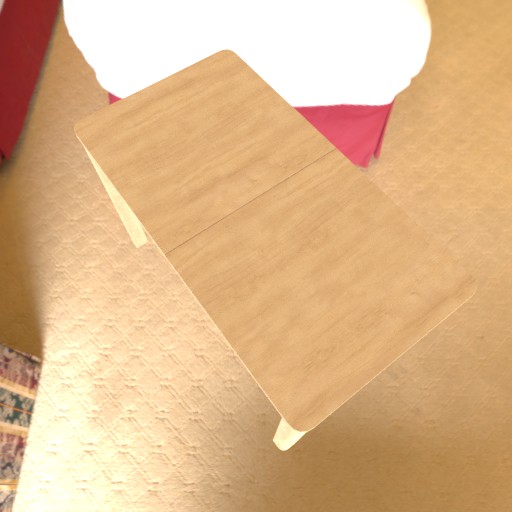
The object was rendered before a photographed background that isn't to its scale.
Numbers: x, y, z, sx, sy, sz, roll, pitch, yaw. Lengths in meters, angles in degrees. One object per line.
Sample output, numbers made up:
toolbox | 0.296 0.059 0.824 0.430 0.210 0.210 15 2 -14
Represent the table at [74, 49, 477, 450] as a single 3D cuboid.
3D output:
table | 0.000 0.000 1.954 0.750 0.900 1.400 -34 68 -16
